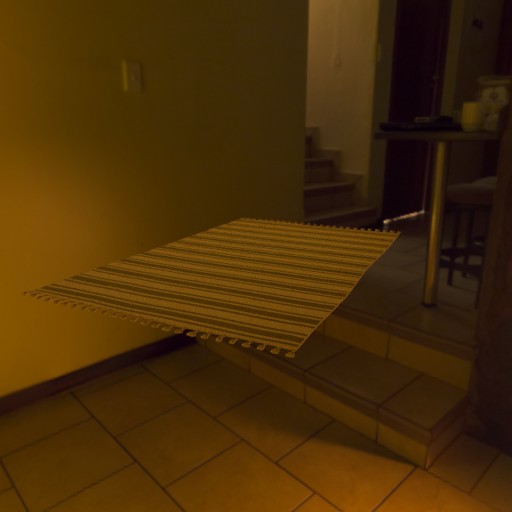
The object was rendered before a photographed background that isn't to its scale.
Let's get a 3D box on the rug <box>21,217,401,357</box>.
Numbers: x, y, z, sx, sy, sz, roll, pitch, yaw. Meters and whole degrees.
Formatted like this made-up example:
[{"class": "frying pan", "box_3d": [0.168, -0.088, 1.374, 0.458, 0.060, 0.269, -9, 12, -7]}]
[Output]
[{"class": "rug", "box_3d": [0.000, 0.000, 2.304, 1.162, 0.013, 1.875, 8, 17, 26]}]
